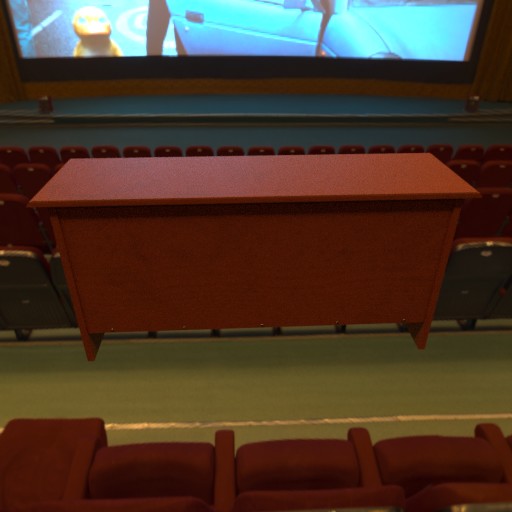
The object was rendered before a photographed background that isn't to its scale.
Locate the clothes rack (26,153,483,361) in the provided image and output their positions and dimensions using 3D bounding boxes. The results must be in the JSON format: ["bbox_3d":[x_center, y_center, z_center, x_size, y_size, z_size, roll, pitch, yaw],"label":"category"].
[{"bbox_3d":[0.000,0.000,1.512,1.251,0.594,0.362,-1,31,-2],"label":"clothes rack"}]
